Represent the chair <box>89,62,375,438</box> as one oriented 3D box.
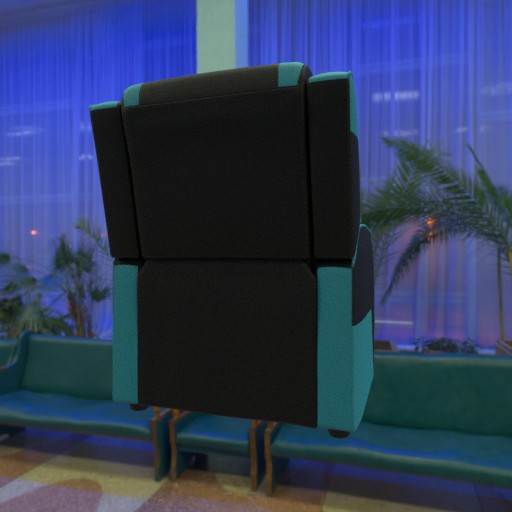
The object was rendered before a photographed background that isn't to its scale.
[{"bbox_3d":[0.000,0.000,1.257,0.620,0.805,0.672,0,0,19],"label":"chair"}]
